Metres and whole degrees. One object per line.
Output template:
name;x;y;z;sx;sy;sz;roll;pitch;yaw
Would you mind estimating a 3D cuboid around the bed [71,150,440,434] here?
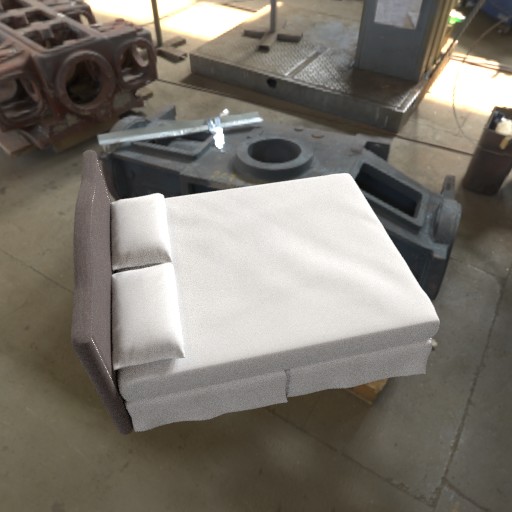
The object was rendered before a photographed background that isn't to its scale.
bed;0.000;0.000;3.916;2.689;1.457;2.161;-9;48;-9
